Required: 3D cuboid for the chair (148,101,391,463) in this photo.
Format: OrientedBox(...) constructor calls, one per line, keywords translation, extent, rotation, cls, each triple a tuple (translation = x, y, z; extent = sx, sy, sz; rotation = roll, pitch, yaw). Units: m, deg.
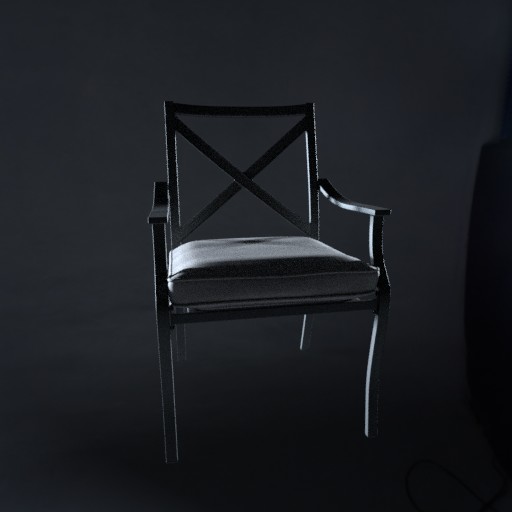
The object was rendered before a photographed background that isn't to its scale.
OrientedBox(translation=(0.000, 0.000, 1.306), extent=(0.575, 0.889, 0.620), rotation=(-3, 16, -10), cls="chair")
